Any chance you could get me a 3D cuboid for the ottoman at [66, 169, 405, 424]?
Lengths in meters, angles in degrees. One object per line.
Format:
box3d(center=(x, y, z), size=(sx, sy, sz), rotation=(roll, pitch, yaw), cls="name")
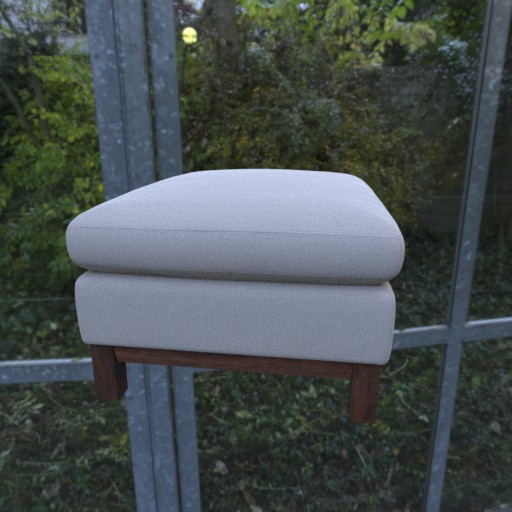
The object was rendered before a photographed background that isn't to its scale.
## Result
box3d(center=(0.000, 0.000, 1.133), size=(0.606, 0.420, 0.771), rotation=(2, 16, 8), cls="ottoman")
